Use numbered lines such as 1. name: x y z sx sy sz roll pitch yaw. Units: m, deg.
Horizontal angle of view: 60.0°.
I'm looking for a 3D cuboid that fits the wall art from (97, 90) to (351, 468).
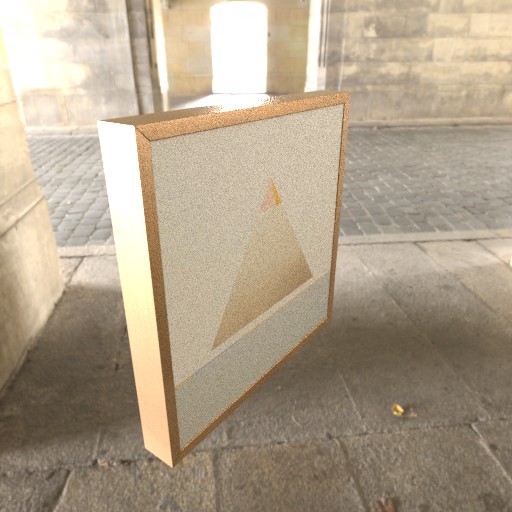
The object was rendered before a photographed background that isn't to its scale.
1. wall art: 0.000 0.000 0.461 0.038 0.303 0.305 18 30 33
